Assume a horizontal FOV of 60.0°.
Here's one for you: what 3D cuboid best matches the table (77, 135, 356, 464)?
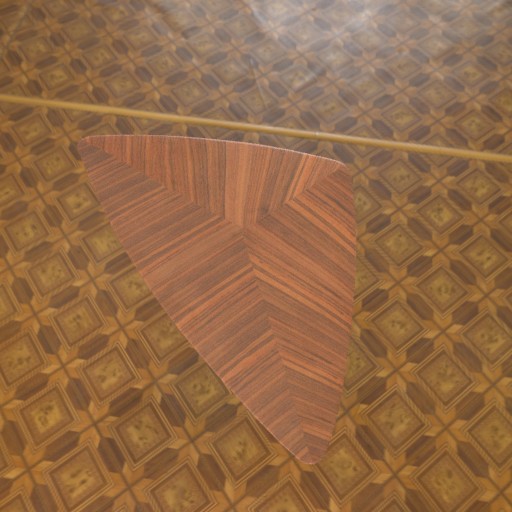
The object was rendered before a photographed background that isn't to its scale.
[{"bbox_3d":[0.000,0.000,1.268,0.601,0.365,1.008,-34,69,-15],"label":"table"}]
